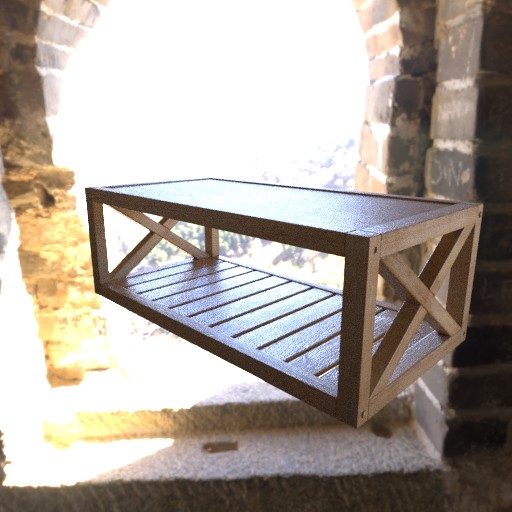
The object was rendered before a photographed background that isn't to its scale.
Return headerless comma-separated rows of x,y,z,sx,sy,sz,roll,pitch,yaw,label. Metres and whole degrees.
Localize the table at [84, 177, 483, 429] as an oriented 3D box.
0.000,0.000,1.634,1.321,0.457,0.660,15,21,43,table
